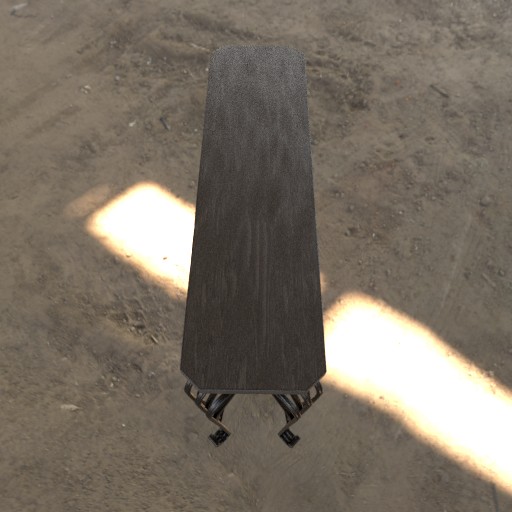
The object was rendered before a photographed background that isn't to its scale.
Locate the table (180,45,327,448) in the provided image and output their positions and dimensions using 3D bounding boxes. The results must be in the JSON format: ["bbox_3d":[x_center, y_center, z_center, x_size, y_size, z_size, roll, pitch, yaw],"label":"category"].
[{"bbox_3d":[0.000,0.000,1.475,0.329,0.800,1.112,1,60,0],"label":"table"}]
